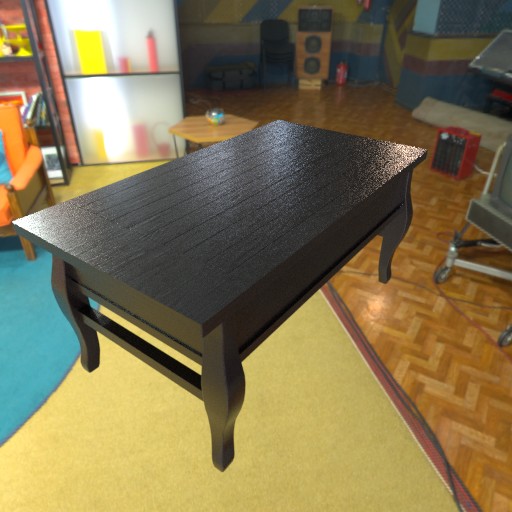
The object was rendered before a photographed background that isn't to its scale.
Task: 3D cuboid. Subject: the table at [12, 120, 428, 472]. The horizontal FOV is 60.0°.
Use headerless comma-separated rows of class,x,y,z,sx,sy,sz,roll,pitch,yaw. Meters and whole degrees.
table,0.000,0.000,1.344,0.600,0.494,1.062,22,38,31
